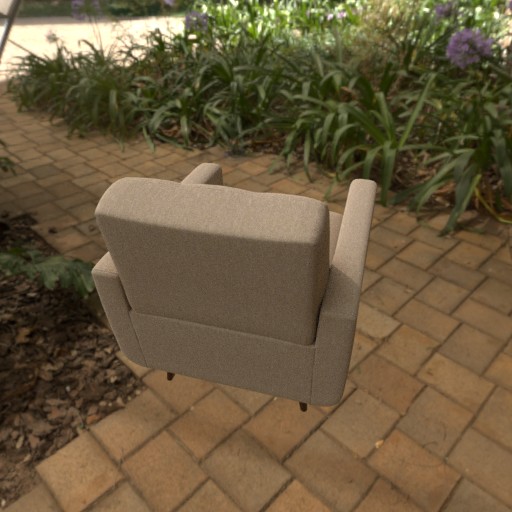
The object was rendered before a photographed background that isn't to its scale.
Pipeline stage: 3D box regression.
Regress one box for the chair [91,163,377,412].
[{"bbox_3d":[0.000,0.000,1.853,0.897,0.965,1.128,9,34,13],"label":"chair"}]
